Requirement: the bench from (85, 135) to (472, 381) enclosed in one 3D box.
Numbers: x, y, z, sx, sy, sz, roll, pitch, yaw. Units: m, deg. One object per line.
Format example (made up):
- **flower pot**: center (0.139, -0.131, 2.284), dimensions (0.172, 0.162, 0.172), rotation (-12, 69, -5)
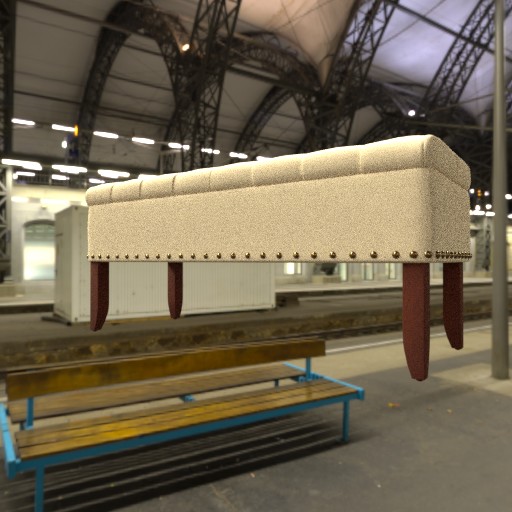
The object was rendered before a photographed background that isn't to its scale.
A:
- **bench**: center (0.000, 0.000, 1.245), dimensions (1.054, 0.470, 0.400), rotation (0, -1, 35)
